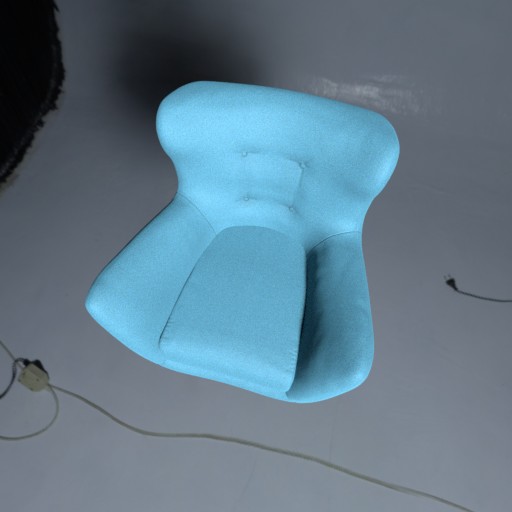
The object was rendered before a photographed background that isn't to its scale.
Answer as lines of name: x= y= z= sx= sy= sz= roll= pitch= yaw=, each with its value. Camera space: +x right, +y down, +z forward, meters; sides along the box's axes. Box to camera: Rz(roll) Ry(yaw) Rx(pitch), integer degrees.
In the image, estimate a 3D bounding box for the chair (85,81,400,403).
chair: x=0.000 y=0.000 z=1.645 sx=0.890 sy=0.889 sz=0.889 roll=13 pitch=59 yaw=8
